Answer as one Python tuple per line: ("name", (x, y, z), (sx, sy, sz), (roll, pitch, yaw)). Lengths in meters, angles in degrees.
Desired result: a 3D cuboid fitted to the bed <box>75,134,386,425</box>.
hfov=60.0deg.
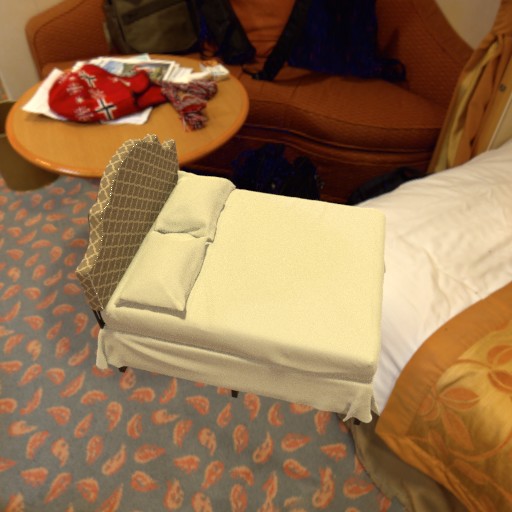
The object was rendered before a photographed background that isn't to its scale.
("bed", (0.000, 0.000, 3.468), (2.222, 1.633, 1.780), (10, 47, 9))
